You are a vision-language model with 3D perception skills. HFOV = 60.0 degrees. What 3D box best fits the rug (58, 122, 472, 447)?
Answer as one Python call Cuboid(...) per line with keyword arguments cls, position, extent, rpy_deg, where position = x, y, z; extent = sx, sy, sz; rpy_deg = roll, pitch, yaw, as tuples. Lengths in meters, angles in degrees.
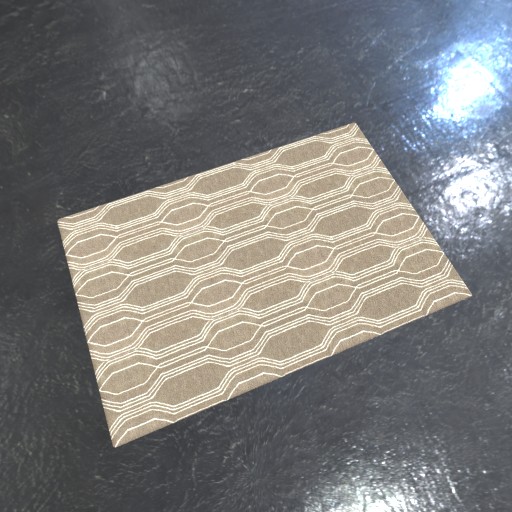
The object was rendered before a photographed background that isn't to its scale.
Cuboid(cls="rug", position=(0.000, 0.000, 2.318), extent=(1.836, 0.012, 1.239), rpy_deg=(-20, 65, -10))
